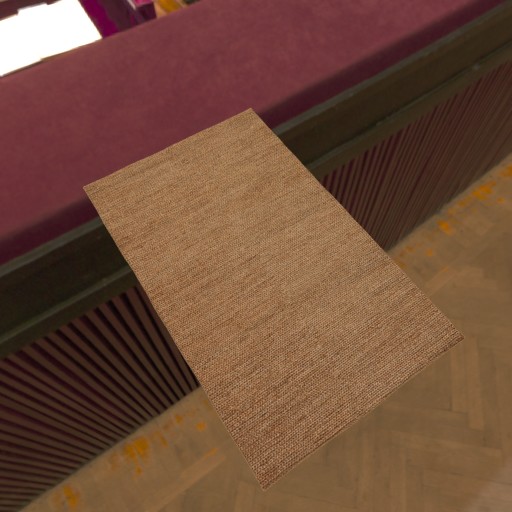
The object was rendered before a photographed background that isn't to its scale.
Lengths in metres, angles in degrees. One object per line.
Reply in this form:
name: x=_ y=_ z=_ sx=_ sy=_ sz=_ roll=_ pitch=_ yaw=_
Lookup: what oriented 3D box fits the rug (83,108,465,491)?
rug: x=0.000 y=0.000 z=3.051 sx=1.521 sy=0.034 sz=2.438 roll=-30 pitch=65 yaw=-16
